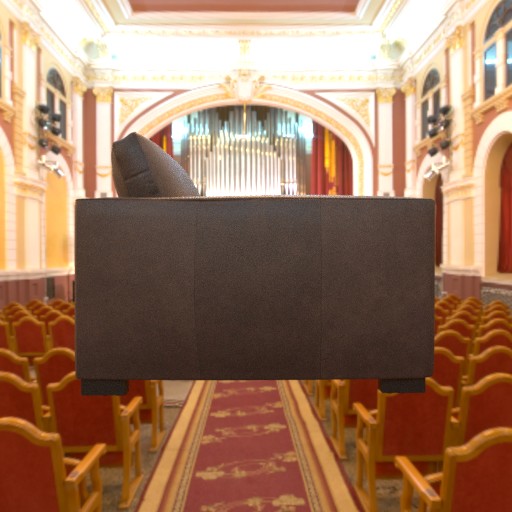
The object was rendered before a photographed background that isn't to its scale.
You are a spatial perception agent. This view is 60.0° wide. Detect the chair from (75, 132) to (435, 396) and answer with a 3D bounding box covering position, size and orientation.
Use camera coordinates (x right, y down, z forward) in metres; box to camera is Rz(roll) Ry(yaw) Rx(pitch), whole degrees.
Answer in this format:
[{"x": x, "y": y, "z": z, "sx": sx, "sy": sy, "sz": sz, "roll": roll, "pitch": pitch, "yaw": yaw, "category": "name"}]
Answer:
[{"x": 0.000, "y": 0.000, "z": 1.787, "sx": 1.069, "sy": 0.812, "sz": 1.100, "roll": 0, "pitch": 0, "yaw": -1, "category": "chair"}]
